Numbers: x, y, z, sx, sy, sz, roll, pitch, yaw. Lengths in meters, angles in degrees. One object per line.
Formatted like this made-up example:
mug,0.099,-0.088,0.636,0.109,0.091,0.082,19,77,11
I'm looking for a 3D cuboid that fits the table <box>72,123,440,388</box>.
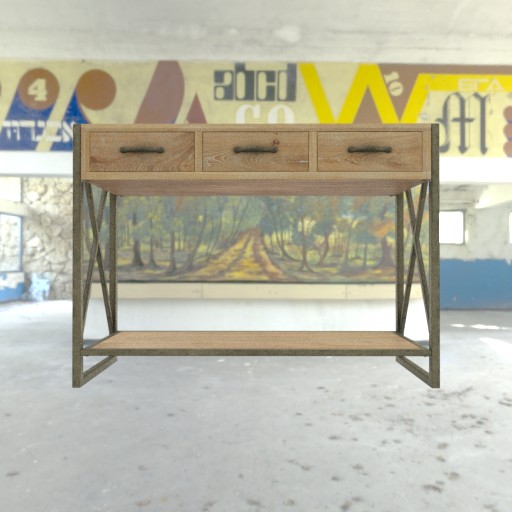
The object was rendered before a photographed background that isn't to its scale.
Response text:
table,0.000,0.000,1.438,1.059,0.763,0.361,0,0,0
